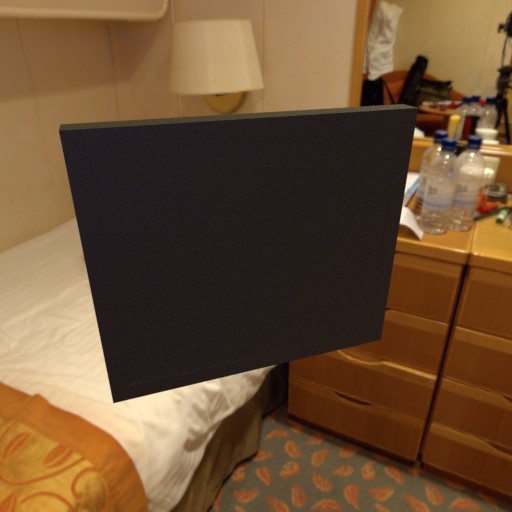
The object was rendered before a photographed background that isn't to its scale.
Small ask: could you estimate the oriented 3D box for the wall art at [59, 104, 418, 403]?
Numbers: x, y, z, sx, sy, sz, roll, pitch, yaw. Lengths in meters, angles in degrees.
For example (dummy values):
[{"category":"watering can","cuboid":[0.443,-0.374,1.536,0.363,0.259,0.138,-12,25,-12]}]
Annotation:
[{"category":"wall art","cuboid":[0.000,0.000,0.537,0.381,0.330,0.029,-9,29,-17]}]
